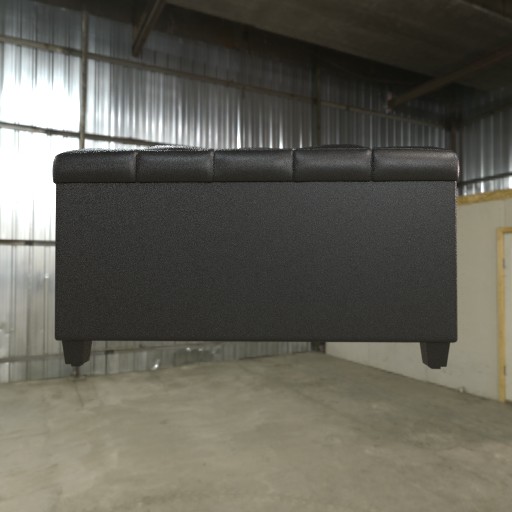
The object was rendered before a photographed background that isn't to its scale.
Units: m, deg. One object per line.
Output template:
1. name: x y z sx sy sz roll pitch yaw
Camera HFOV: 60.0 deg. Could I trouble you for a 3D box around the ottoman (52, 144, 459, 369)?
1. ottoman: 0.000 0.000 1.102 0.838 0.470 0.432 0 -1 2
